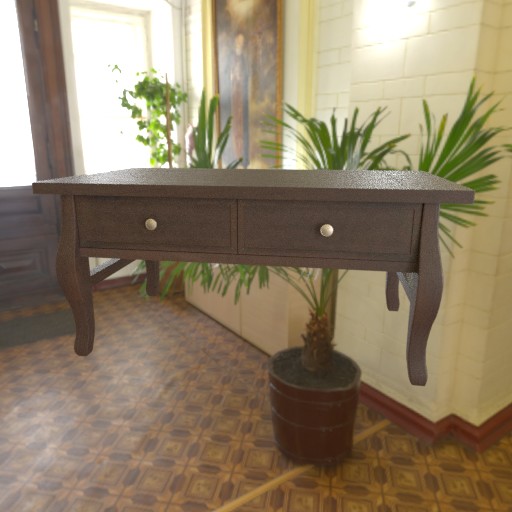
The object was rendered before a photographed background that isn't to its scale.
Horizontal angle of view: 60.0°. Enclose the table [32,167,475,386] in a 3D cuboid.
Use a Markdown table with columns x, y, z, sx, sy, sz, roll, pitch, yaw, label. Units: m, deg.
| x | y | z | sx | sy | sz | roll | pitch | yaw | label |
| --- | --- | --- | --- | --- | --- | --- | --- | --- | --- |
| 0.000 | 0.000 | 1.384 | 1.062 | 0.494 | 0.600 | 3 | 15 | 9 | table |
